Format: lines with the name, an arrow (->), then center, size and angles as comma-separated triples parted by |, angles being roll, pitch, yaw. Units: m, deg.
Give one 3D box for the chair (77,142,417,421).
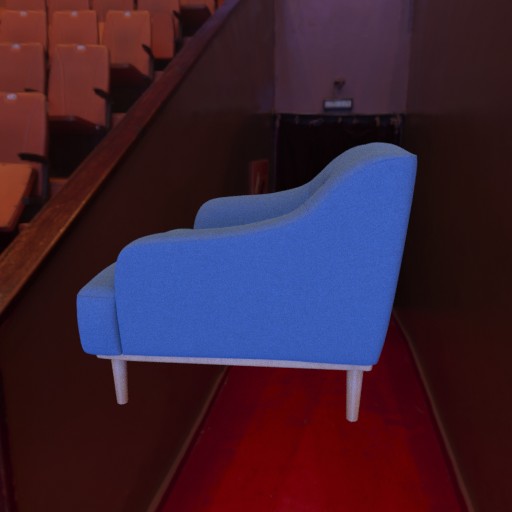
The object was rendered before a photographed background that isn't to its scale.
chair -> 0.000, 0.000, 1.650 | 0.951, 0.818, 0.946 | 2, 15, 8
